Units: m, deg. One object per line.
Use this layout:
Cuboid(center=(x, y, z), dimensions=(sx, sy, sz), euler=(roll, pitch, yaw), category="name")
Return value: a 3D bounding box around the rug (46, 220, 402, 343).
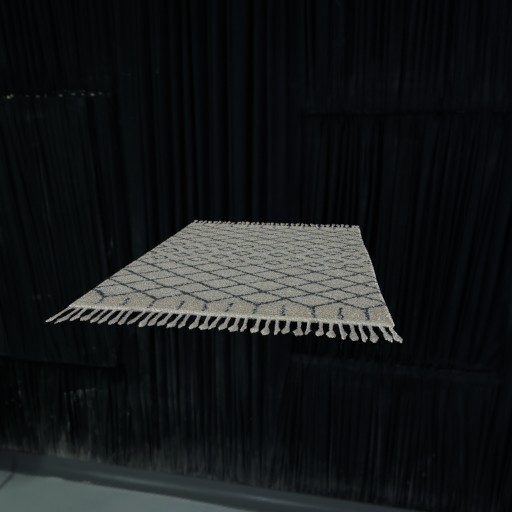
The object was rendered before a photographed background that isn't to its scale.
Cuboid(center=(0.000, 0.000, 3.245), dimensions=(1.664, 0.029, 2.615), euler=(2, 16, 8), category="rug")
